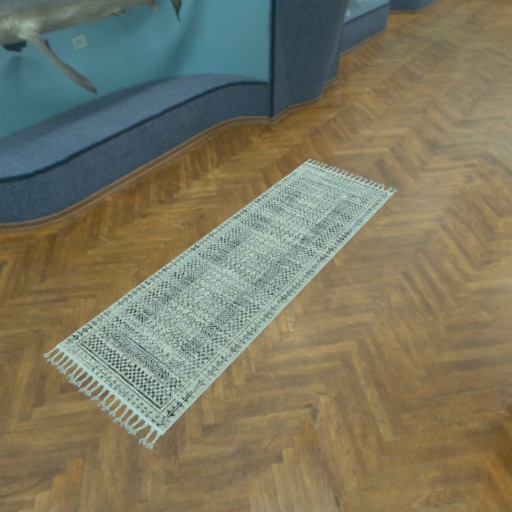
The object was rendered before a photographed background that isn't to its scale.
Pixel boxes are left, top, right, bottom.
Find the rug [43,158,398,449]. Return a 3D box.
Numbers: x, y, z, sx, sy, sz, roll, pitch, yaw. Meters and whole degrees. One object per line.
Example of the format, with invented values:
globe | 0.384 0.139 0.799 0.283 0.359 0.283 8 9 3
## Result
rug | 0.000 0.000 2.735 0.786 0.013 2.480 27 48 27
